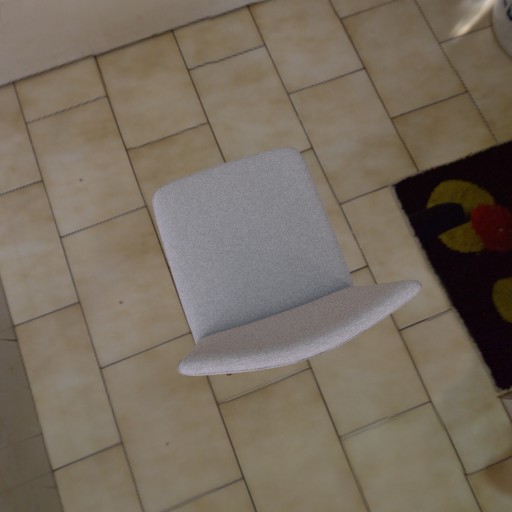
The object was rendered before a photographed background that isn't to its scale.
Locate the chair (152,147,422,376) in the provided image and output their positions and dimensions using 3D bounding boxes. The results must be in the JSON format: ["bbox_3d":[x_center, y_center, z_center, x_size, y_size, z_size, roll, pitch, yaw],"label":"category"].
[{"bbox_3d":[0.000,0.000,1.179,0.456,0.859,0.570,-19,77,-4],"label":"chair"}]
